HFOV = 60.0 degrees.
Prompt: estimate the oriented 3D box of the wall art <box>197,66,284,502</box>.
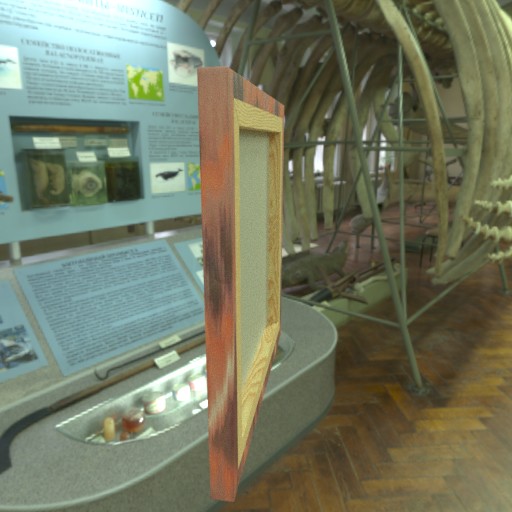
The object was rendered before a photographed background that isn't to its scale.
[{"bbox_3d":[0.000,0.000,0.878,0.037,0.609,0.603,2,15,9],"label":"wall art"}]
